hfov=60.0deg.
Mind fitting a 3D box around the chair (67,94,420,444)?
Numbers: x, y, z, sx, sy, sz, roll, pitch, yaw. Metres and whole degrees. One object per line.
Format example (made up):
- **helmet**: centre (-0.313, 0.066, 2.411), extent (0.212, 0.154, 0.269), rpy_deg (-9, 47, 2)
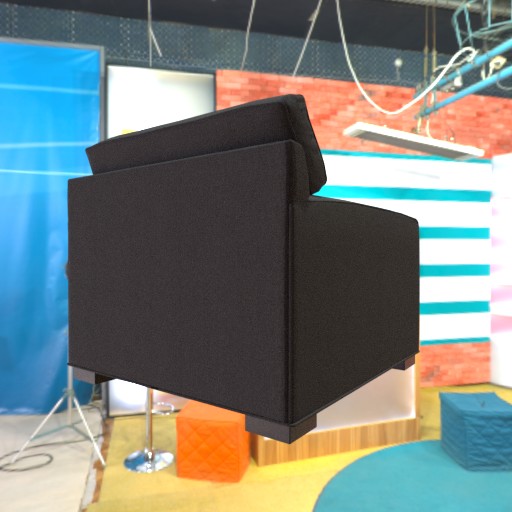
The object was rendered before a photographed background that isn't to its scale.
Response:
- **chair**: centre (0.000, 0.000, 1.771), extent (0.997, 0.913, 1.043), rpy_deg (0, 1, 37)
